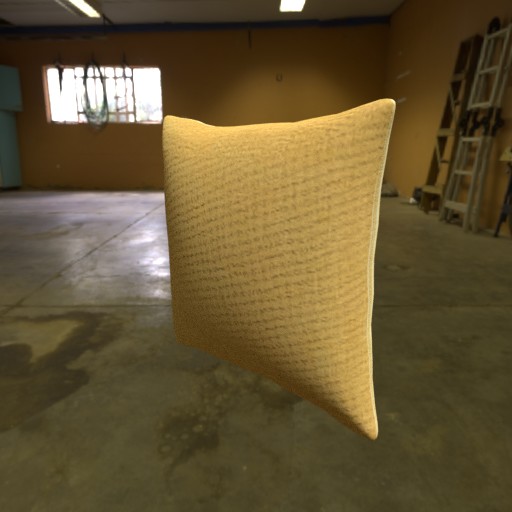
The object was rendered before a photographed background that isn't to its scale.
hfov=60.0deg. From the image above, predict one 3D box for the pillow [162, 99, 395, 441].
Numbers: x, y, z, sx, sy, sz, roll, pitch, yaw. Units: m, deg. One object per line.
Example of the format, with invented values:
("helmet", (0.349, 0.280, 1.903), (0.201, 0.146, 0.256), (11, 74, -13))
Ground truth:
("pillow", (0.000, 0.000, 0.644), (0.419, 0.407, 0.173), (13, 19, 43))
